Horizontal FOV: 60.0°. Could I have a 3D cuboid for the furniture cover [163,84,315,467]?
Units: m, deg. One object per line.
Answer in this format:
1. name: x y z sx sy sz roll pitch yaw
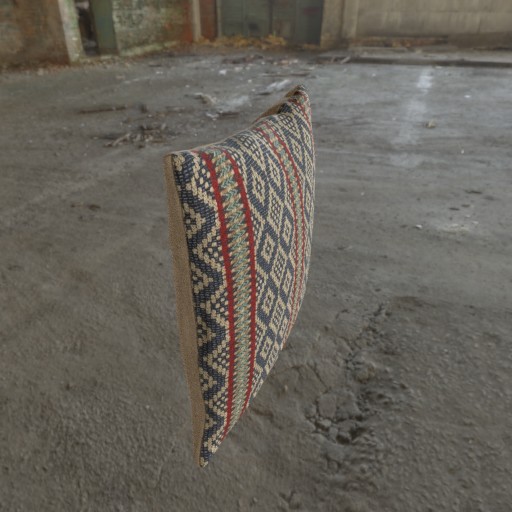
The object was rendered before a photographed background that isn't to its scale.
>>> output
1. furniture cover: 0.000 0.000 0.666 0.139 0.431 0.431 11 32 18
